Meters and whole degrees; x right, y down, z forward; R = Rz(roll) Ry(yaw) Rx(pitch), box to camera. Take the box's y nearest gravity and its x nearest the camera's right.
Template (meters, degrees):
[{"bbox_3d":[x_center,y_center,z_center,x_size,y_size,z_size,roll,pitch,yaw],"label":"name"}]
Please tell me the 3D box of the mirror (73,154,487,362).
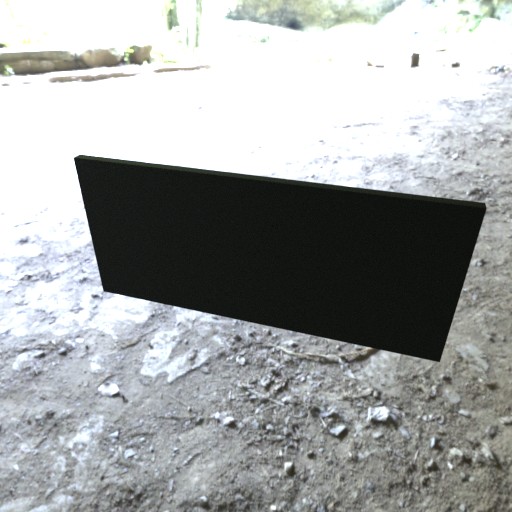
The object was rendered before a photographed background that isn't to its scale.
[{"bbox_3d":[0.000,0.000,1.840,1.584,0.692,0.047,10,33,15],"label":"mirror"}]
